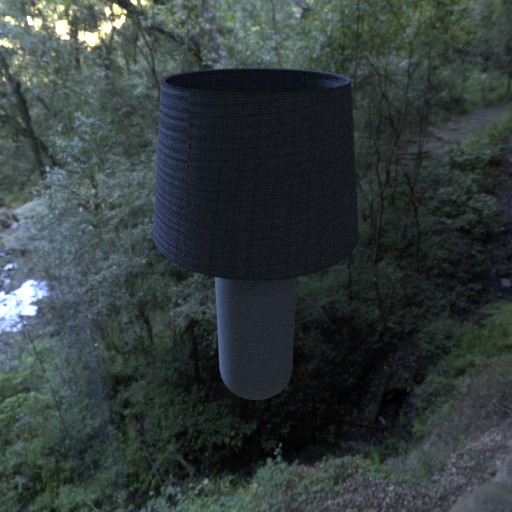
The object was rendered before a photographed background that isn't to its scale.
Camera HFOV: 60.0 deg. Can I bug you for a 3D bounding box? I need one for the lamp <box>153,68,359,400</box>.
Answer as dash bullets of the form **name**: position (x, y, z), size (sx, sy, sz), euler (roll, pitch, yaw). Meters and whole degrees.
- **lamp**: position (0.000, 0.000, 0.572), size (0.251, 0.429, 0.251), euler (0, 29, 0)
